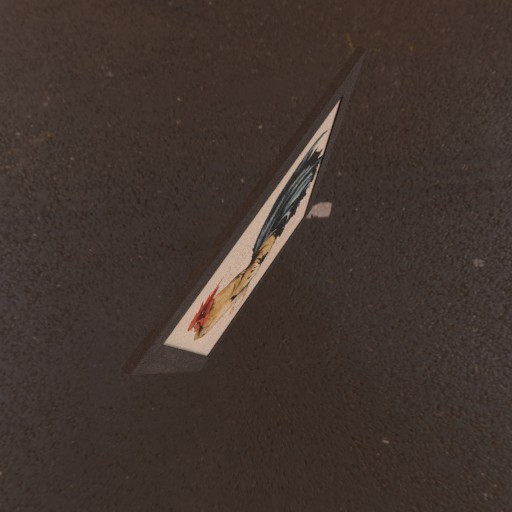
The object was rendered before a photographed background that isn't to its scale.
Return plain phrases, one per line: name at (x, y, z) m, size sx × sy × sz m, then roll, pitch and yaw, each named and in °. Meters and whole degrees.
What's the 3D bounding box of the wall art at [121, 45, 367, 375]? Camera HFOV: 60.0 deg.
wall art at (0.000, 0.000, 0.782) m, size 0.013 × 0.570 × 0.476 m, roll 33°, pitch 78°, yaw 8°
